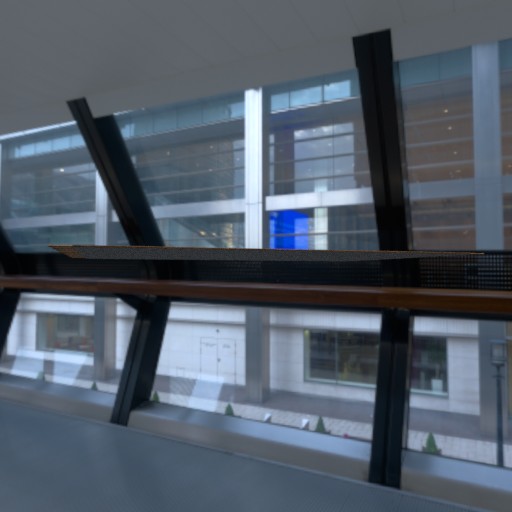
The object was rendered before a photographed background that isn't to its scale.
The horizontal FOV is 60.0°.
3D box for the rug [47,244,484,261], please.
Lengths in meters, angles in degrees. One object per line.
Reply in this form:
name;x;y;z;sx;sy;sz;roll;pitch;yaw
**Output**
rug;0.000;0.000;3.034;2.434;0.010;1.516;1;-3;-19
